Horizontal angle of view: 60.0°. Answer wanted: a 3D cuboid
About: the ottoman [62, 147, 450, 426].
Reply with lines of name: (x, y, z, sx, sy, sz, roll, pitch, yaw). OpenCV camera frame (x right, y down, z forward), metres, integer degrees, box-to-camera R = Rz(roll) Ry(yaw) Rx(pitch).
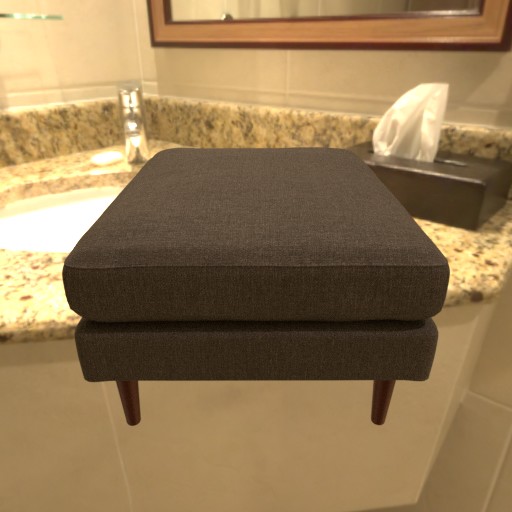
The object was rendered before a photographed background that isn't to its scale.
ottoman: (0.000, 0.000, 1.196, 0.693, 0.474, 0.821, 0, 26, 0)
